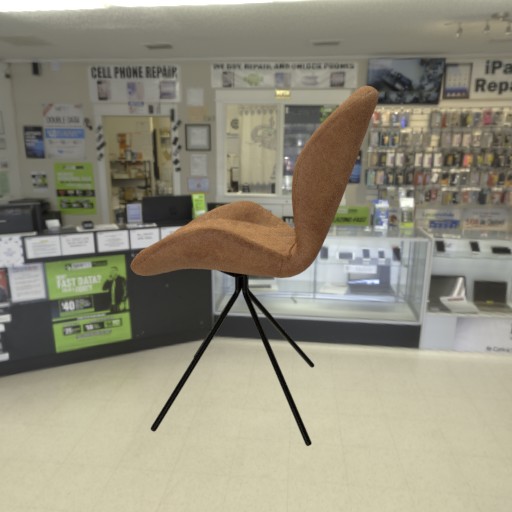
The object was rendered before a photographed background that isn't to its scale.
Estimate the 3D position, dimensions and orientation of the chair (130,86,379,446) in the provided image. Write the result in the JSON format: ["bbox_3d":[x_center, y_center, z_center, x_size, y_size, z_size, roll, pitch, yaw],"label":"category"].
[{"bbox_3d":[0.000,0.000,1.306,0.640,0.929,0.527,2,14,8],"label":"chair"}]
